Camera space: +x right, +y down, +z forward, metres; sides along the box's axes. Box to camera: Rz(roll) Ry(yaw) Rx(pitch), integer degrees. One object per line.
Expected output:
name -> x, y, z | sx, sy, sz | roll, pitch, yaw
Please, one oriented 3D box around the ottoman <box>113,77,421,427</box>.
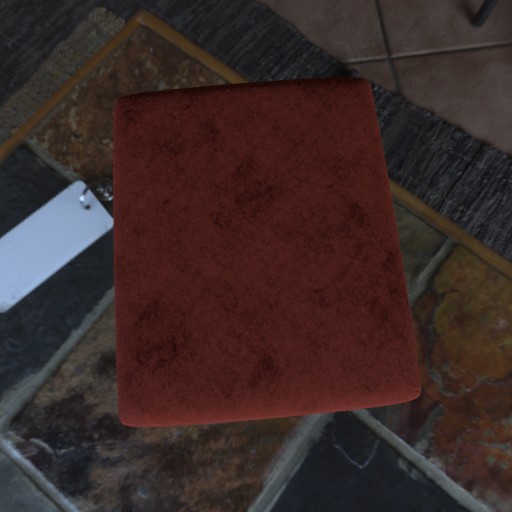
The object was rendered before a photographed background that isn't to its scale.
ottoman -> 0.000, 0.000, 1.184 | 0.650, 0.462, 0.782 | -5, 77, -1
